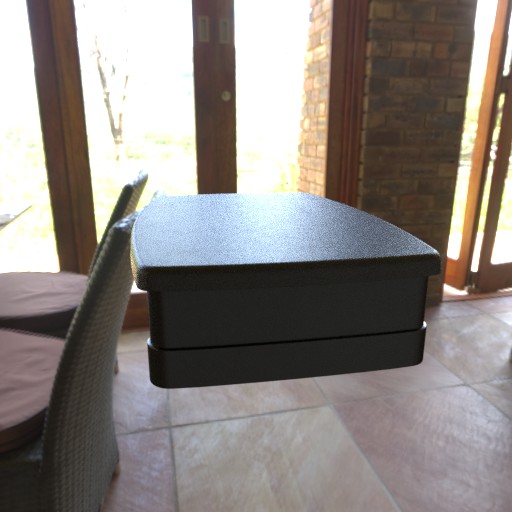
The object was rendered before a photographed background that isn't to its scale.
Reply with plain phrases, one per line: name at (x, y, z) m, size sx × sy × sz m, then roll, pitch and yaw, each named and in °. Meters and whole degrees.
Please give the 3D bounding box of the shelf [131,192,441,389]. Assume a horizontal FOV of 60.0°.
shelf at (0.000, 0.000, 0.533) m, size 0.280 × 0.100 × 0.410 m, roll -3°, pitch 16°, yaw -10°
